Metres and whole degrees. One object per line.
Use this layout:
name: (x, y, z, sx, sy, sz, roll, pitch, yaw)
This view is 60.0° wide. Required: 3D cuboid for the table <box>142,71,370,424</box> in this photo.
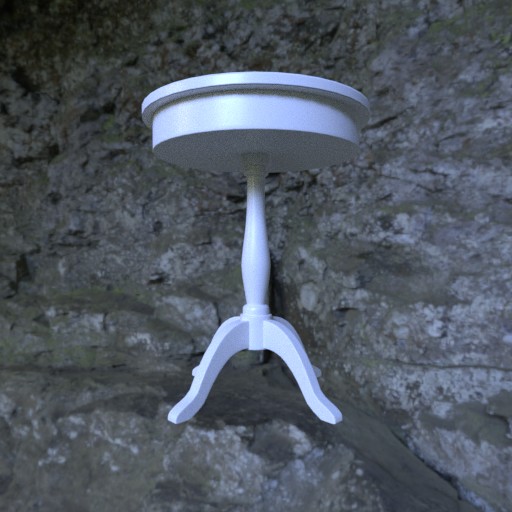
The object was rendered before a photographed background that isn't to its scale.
table: (0.000, 0.000, 1.033, 0.513, 0.653, 0.513, 0, 1, 0)
